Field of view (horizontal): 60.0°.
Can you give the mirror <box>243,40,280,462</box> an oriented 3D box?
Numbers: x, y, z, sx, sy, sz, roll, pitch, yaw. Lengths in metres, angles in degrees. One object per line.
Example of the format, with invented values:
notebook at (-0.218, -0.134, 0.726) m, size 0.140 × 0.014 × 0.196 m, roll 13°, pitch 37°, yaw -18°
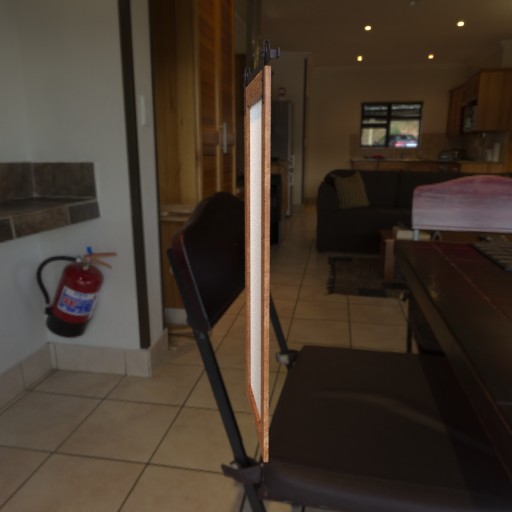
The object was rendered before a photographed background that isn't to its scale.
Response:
mirror at (0.000, 0.000, 2.138) m, size 0.042 × 1.793 × 0.847 m, roll -2°, pitch 13°, yaw -8°
